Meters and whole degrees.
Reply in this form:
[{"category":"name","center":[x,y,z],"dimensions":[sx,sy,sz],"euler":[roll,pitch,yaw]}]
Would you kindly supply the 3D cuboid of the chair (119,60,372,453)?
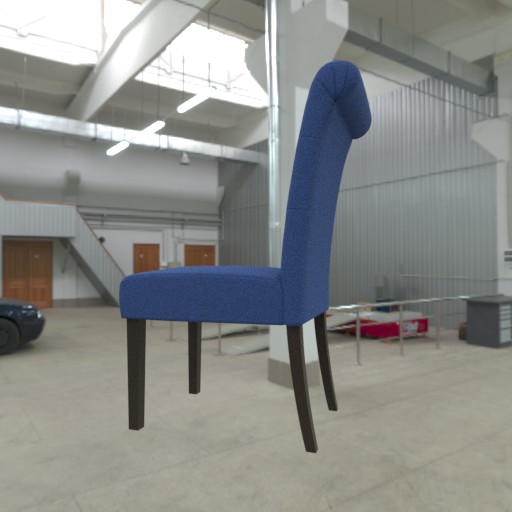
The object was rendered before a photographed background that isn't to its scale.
[{"category":"chair","center":[0.000,0.000,1.373],"dimensions":[0.671,1.006,0.456],"euler":[0,-1,19]}]
